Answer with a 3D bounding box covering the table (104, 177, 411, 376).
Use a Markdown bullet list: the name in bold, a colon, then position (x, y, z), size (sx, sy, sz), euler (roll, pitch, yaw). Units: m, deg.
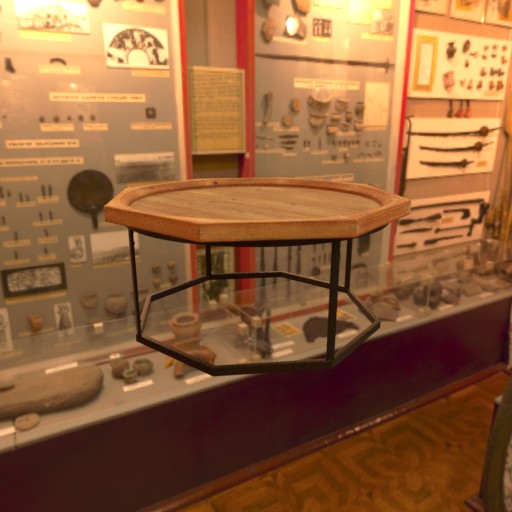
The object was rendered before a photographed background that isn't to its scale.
- **table**: position (0.000, 0.000, 1.568), size (1.002, 0.444, 1.002), euler (0, 16, 0)
